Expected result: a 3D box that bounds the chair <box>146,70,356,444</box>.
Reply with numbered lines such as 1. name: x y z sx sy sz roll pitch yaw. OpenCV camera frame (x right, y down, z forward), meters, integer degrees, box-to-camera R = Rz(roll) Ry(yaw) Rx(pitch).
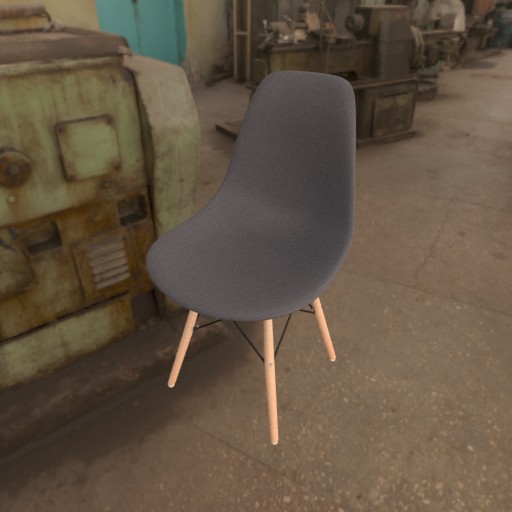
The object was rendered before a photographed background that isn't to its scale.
1. chair: 0.000 0.000 1.157 0.470 0.826 0.533 19 36 27
